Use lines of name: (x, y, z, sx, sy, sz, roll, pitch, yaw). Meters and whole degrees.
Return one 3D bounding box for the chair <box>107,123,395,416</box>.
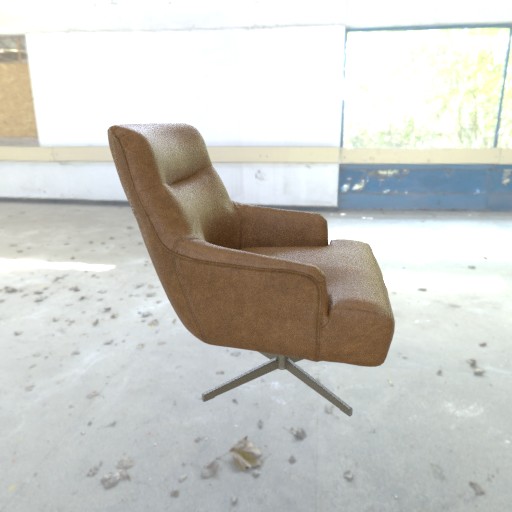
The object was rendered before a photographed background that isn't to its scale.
chair: (0.000, 0.000, 1.524, 0.874, 0.869, 0.729, 3, 18, 9)
